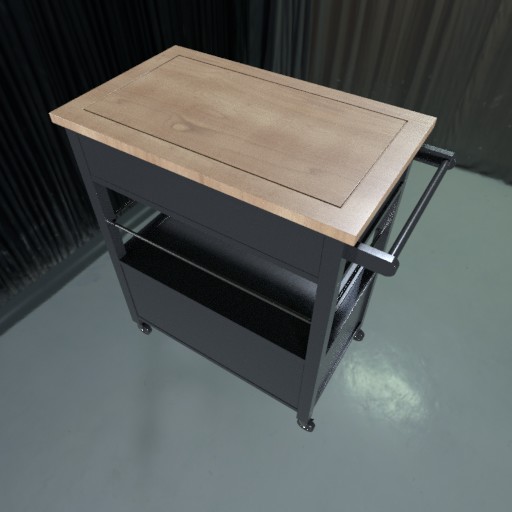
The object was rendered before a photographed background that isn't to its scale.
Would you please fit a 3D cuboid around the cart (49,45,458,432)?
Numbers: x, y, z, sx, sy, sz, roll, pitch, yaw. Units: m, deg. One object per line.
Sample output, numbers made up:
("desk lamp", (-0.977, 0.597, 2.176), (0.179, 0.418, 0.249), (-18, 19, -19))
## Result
("cart", (0.000, 0.000, 1.330), (0.840, 0.901, 0.459), (25, 52, 21))
